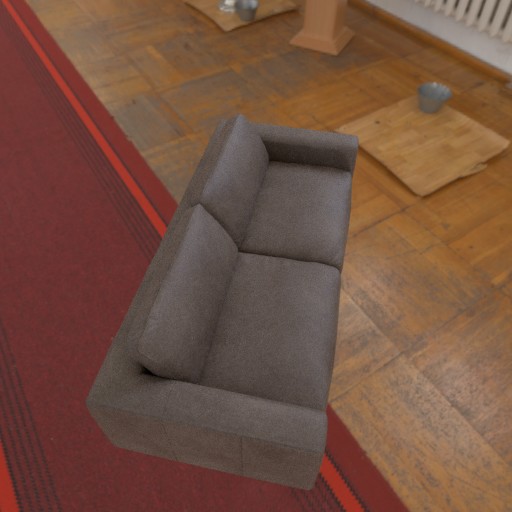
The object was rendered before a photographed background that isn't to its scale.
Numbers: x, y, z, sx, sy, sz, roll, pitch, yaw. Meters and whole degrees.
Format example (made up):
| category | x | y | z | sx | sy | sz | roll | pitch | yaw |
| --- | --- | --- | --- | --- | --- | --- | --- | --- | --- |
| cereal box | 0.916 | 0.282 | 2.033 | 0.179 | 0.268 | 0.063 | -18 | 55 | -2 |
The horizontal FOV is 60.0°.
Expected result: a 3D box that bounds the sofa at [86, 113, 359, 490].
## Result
| category | x | y | z | sx | sy | sz | roll | pitch | yaw |
| --- | --- | --- | --- | --- | --- | --- | --- | --- | --- |
| sofa | 0.000 | 0.000 | 2.675 | 1.070 | 0.801 | 2.262 | 9 | 50 | 8 |
